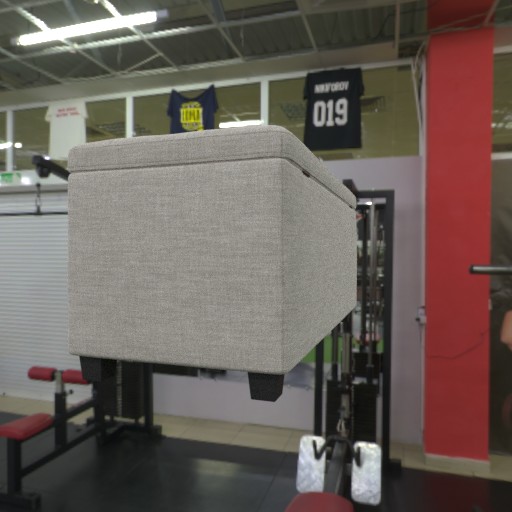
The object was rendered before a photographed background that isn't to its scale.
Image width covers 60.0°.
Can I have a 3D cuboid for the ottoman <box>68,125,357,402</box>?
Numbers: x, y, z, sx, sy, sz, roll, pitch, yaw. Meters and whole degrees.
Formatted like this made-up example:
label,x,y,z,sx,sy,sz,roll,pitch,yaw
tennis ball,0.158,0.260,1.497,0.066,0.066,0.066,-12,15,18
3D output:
label,x,y,z,sx,sy,sz,roll,pitch,yaw
ottoman,0.000,0.000,1.120,0.419,0.432,0.902,0,1,19
